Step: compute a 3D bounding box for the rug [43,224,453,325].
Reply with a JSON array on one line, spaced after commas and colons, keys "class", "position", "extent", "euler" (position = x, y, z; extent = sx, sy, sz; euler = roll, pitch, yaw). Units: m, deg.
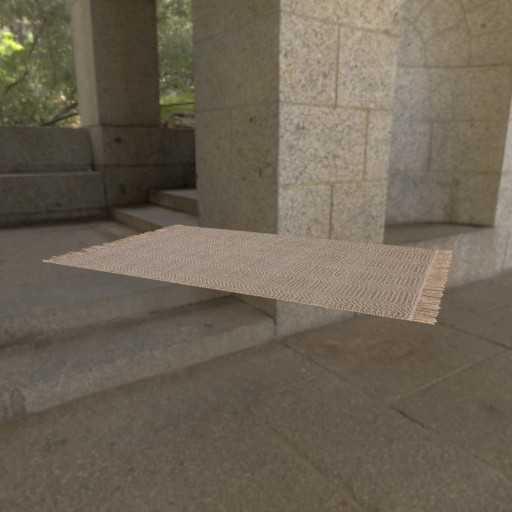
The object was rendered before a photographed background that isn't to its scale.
[{"class": "rug", "position": [0.000, 0.000, 3.147], "extent": [2.523, 0.034, 1.528], "euler": [7, 16, 25]}]
